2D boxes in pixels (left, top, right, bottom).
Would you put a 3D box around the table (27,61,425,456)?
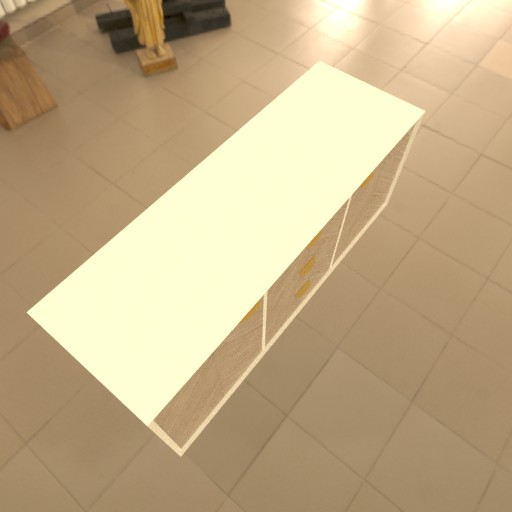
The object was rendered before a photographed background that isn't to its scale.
[{"bbox_3d":[0.000,0.000,1.840,0.508,0.769,1.500,34,65,19],"label":"table"}]
